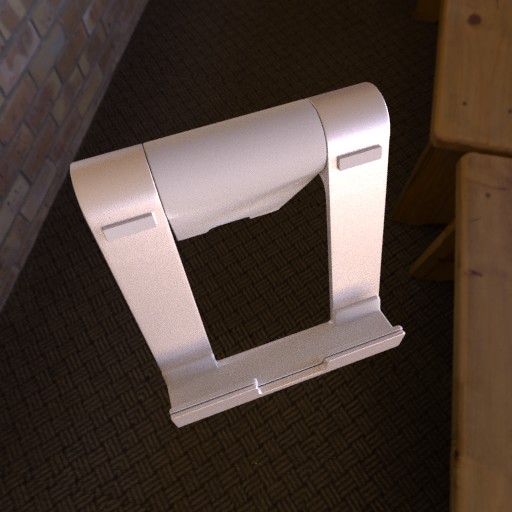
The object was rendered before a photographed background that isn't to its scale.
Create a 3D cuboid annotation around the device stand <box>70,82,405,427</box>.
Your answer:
[{"bbox_3d":[0.000,0.000,0.148,0.086,0.084,0.079,-18,66,-8],"label":"device stand"}]
